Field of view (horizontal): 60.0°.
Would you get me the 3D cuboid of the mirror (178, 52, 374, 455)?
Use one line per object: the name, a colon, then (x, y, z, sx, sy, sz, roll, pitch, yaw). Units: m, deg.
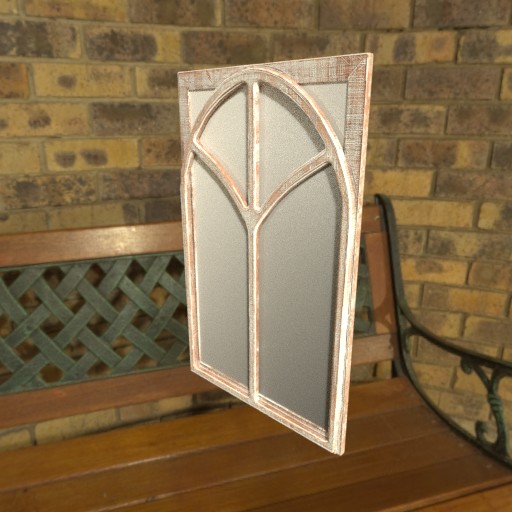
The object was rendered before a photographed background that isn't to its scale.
mirror: (0.000, 0.000, 0.986, 0.495, 0.787, 0.058, 16, 23, 40)
